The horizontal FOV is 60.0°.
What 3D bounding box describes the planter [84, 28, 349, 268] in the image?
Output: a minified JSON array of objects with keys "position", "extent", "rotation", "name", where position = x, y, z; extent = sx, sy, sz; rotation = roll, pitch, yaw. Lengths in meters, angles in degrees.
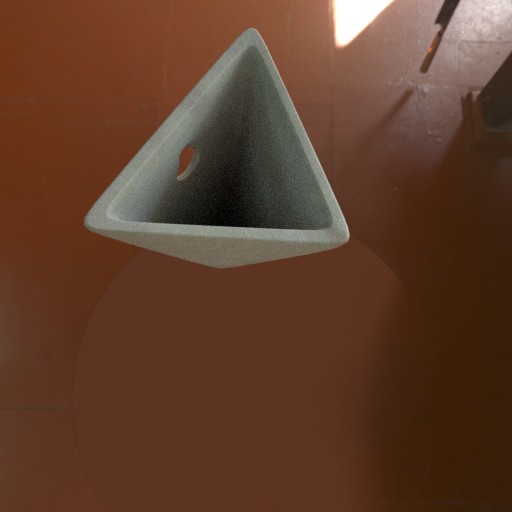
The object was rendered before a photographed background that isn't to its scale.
[{"position":[0.000,0.000,0.265],"extent":[0.081,0.224,0.101],"rotation":[34,77,9],"name":"planter"}]
